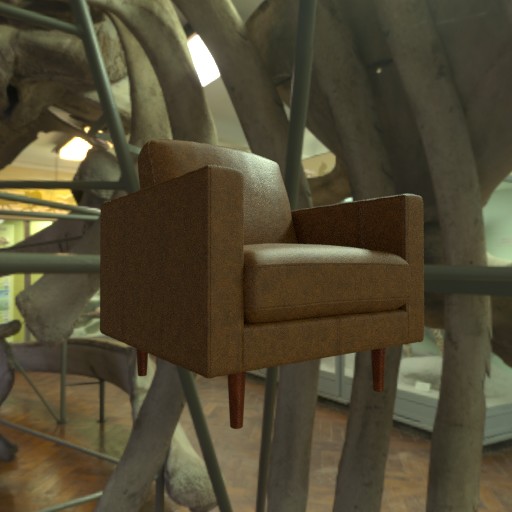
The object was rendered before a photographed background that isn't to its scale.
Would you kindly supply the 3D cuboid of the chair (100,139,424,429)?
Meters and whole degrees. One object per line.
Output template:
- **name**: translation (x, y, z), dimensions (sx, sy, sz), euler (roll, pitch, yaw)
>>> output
- **chair**: translation (0.000, 0.000, 1.664), dimensions (0.890, 0.956, 0.909), euler (1, -1, -36)
